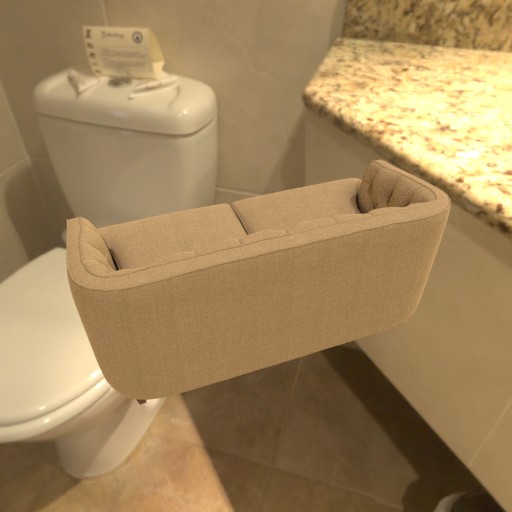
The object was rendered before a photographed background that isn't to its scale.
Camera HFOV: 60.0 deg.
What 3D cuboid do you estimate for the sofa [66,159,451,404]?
[{"bbox_3d":[0.000,0.000,2.290,1.733,0.855,0.941,-13,42,-15],"label":"sofa"}]
